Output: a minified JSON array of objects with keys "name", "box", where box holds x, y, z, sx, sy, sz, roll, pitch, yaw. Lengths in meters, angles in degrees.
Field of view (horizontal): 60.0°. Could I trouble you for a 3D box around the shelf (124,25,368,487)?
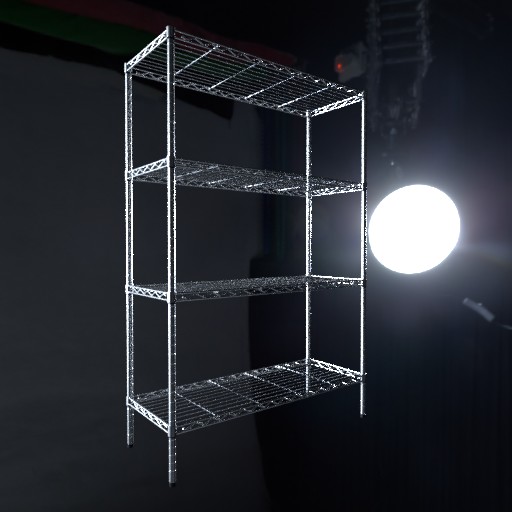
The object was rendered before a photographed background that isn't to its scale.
[{"name":"shelf","box":[0.000,0.000,1.711,0.907,1.360,0.352,-1,1,-38]}]
